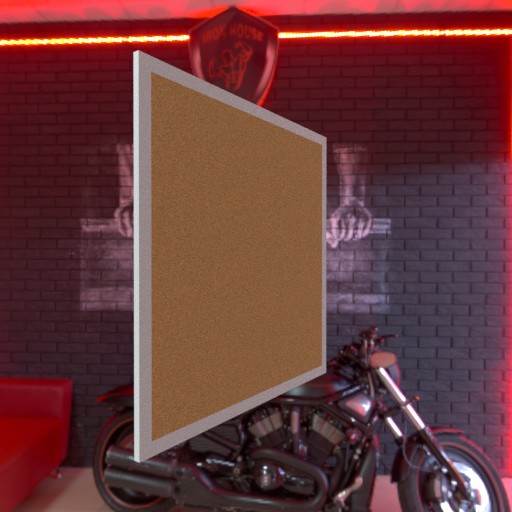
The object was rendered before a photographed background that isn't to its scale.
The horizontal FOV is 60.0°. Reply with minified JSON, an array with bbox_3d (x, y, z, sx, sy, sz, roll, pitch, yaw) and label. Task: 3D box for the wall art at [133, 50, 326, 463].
[{"bbox_3d":[0.000,0.000,0.678,0.009,0.457,0.456,0,1,36],"label":"wall art"}]
